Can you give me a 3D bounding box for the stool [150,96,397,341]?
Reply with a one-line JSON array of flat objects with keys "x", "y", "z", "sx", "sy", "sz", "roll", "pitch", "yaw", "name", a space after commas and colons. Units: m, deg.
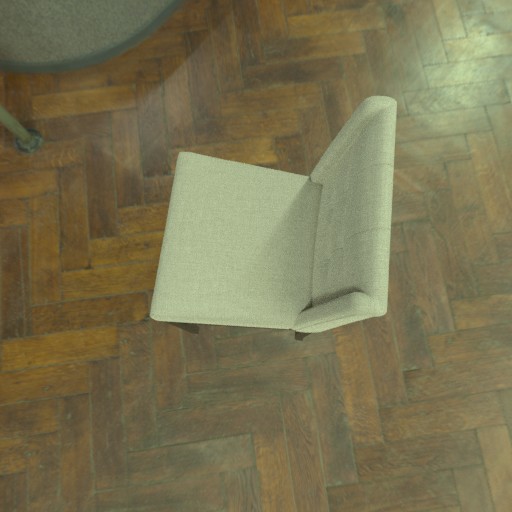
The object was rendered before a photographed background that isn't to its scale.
[{"x": 0.000, "y": 0.000, "z": 1.354, "sx": 0.509, "sy": 1.116, "sz": 0.474, "roll": 7, "pitch": 76, "yaw": 2, "name": "stool"}]
